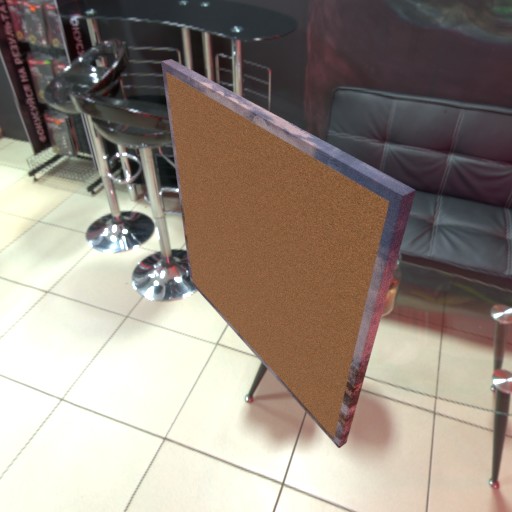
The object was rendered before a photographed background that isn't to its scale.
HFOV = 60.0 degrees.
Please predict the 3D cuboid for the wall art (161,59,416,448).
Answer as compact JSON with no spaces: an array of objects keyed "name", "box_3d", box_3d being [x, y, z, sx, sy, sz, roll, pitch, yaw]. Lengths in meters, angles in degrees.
[{"name":"wall art","box_3d":[0.000,0.000,1.498,0.040,1.020,1.010,-26,47,-27]}]
